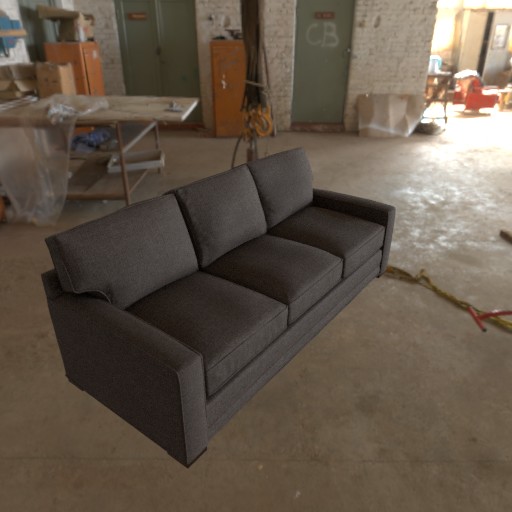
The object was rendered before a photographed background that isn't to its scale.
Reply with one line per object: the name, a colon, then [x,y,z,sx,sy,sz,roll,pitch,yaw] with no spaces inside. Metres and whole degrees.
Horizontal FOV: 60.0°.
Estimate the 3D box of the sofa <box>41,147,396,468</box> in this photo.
sofa: [0.000,0.000,2.927,1.004,0.978,2.369,19,33,32]
